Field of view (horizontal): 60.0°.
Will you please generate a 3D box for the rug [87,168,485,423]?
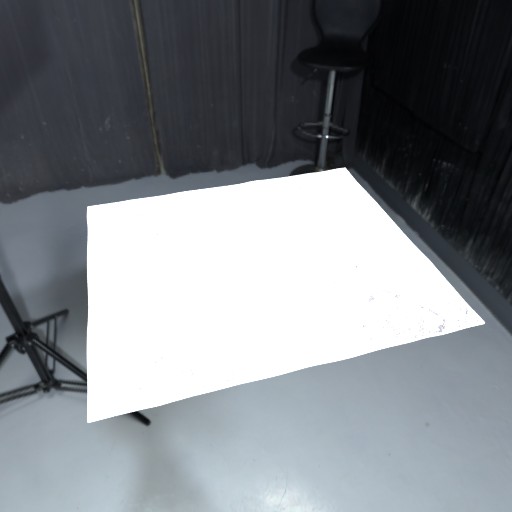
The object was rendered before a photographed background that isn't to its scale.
[{"bbox_3d":[0.000,0.000,0.872,0.639,0.006,0.548,-11,41,-12],"label":"rug"}]
